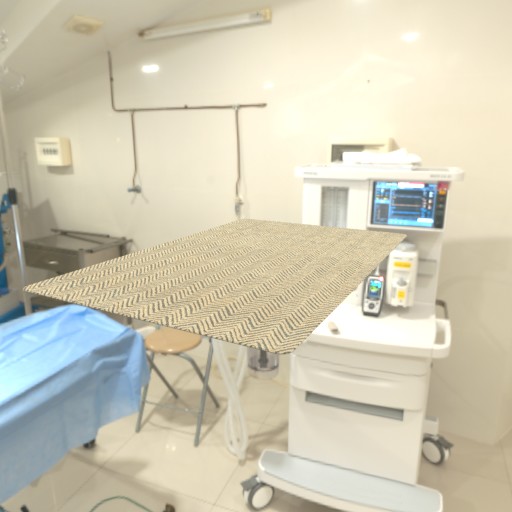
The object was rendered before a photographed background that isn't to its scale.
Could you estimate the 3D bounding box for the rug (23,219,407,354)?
[{"bbox_3d":[0.000,0.000,2.201,1.144,0.008,1.752,8,17,27],"label":"rug"}]
